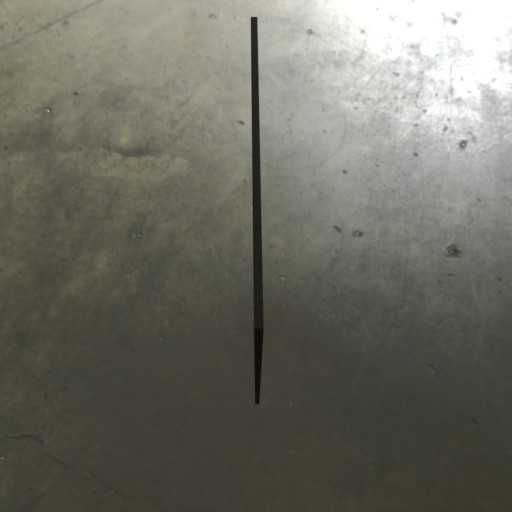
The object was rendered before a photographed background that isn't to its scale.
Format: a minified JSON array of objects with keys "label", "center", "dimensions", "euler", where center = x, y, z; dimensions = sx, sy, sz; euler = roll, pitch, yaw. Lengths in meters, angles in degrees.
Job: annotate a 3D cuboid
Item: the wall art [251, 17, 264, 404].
[{"label":"wall art","center":[0.000,0.000,0.685],"dimensions":[0.008,0.530,0.379],"euler":[-1,65,0]}]
